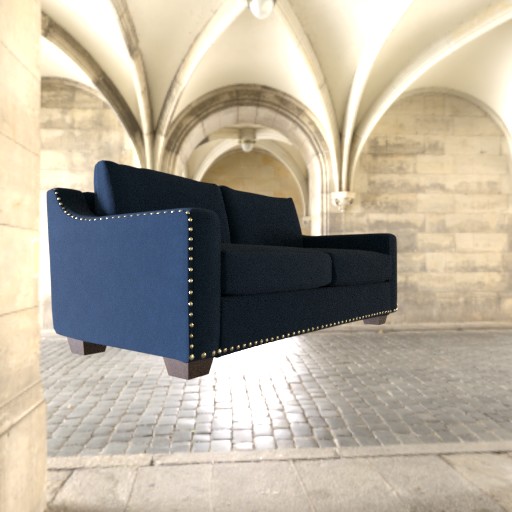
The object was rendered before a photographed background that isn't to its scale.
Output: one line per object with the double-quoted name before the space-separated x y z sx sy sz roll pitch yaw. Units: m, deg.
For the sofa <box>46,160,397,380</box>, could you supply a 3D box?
"sofa" 0.000 0.000 2.764 1.104 0.983 2.107 -1 -1 38
